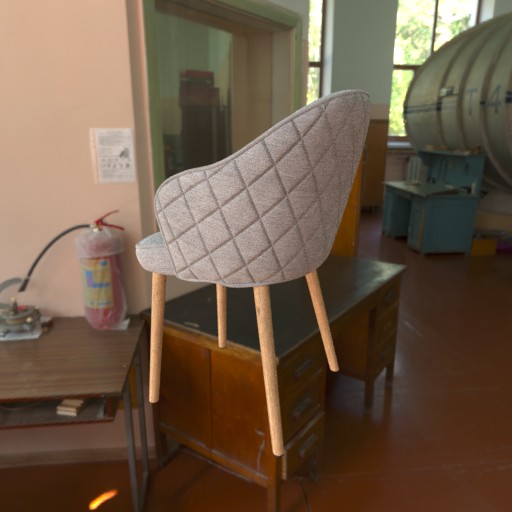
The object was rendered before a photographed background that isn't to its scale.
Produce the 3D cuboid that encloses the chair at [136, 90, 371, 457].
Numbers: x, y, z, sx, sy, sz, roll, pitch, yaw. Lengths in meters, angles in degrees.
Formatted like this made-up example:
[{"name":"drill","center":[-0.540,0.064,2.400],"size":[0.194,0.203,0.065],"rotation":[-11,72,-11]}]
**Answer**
[{"name":"chair","center":[0.000,0.000,1.166],"size":[0.530,0.800,0.540],"rotation":[8,18,26]}]
